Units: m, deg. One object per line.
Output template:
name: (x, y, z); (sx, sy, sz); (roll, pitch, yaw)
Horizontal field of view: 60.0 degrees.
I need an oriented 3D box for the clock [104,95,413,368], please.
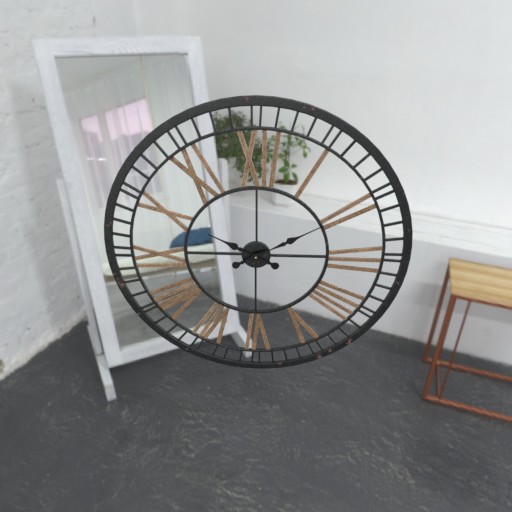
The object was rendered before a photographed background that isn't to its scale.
clock: (0.000, 0.000, 1.224); (0.843, 0.843, 0.025); (1, 30, 2)
